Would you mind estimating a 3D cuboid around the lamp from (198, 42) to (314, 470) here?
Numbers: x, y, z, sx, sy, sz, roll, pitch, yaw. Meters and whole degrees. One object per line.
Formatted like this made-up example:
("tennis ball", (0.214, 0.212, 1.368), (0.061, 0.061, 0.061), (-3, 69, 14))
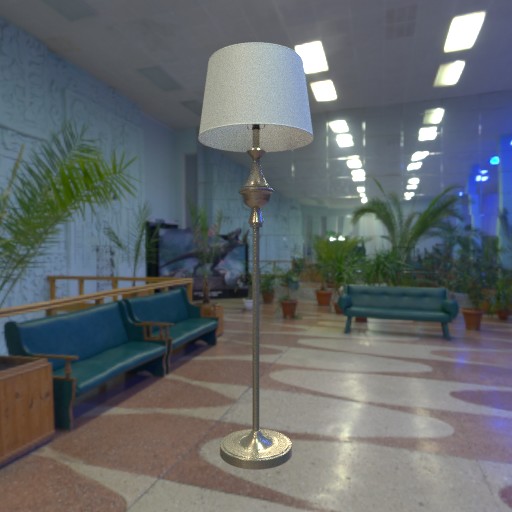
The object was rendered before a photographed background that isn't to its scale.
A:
("lamp", (0.000, 0.000, 1.671), (0.431, 1.488, 0.431), (0, 1, 0))
